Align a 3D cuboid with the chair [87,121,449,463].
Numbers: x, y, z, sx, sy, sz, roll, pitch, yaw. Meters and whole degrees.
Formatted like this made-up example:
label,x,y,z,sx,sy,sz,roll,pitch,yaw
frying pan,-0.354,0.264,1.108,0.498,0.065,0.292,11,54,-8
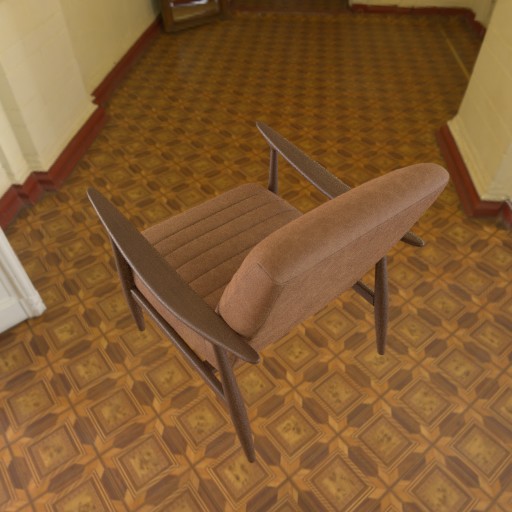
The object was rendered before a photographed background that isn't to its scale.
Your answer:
label,x,y,z,sx,sy,sz,roll,pitch,yaw
chair,0.000,0.000,1.405,0.741,0.832,0.798,-30,52,-27
